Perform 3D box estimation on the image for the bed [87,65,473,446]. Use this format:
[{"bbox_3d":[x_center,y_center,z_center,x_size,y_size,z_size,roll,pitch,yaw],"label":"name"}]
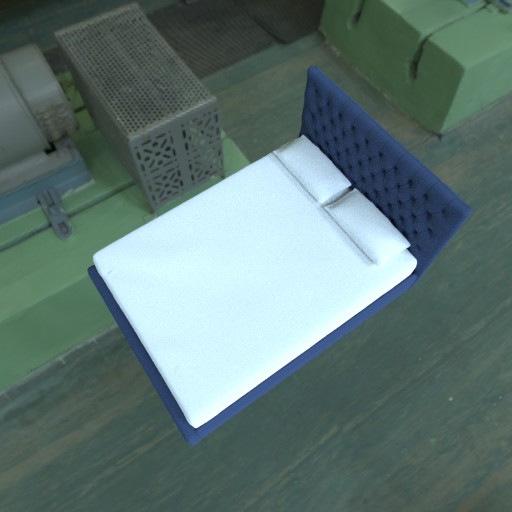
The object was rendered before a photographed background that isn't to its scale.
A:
[{"bbox_3d":[0.000,0.000,3.548,2.387,1.427,1.706,-32,67,-15],"label":"bed"}]
